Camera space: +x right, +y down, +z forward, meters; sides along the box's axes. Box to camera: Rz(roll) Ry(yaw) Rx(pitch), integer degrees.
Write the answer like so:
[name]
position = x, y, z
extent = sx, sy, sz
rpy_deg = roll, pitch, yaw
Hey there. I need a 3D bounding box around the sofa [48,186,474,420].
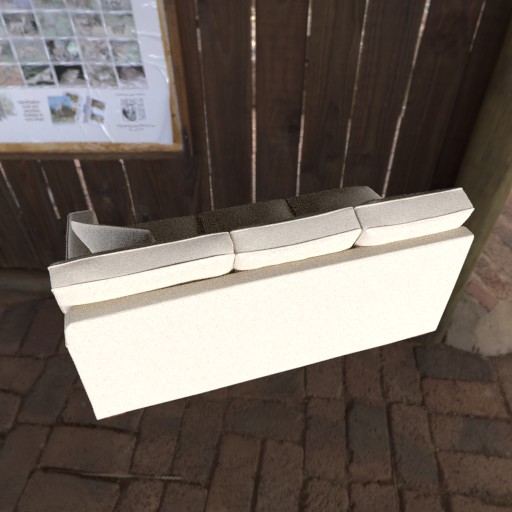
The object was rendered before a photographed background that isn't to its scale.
[sofa]
position = 0.000, 0.000, 2.505
extent = 1.963, 0.946, 1.034
rpy_deg = -11, 41, -13
